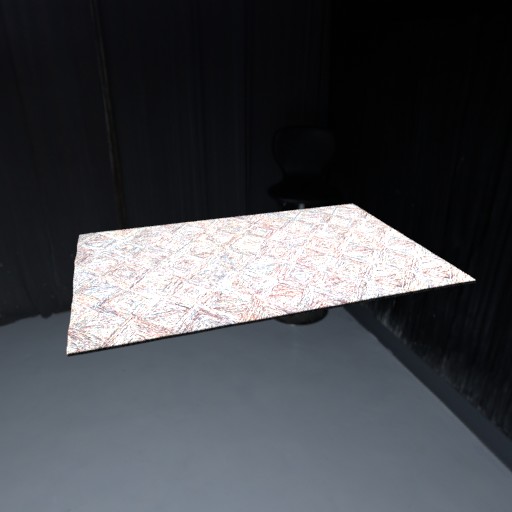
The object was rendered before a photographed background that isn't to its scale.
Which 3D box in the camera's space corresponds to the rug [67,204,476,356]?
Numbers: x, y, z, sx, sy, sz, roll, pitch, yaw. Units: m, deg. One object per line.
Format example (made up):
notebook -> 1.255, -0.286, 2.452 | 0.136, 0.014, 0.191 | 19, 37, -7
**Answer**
rug -> 0.000, 0.000, 2.272 | 1.761, 0.014, 1.143 | -8, 27, -16
